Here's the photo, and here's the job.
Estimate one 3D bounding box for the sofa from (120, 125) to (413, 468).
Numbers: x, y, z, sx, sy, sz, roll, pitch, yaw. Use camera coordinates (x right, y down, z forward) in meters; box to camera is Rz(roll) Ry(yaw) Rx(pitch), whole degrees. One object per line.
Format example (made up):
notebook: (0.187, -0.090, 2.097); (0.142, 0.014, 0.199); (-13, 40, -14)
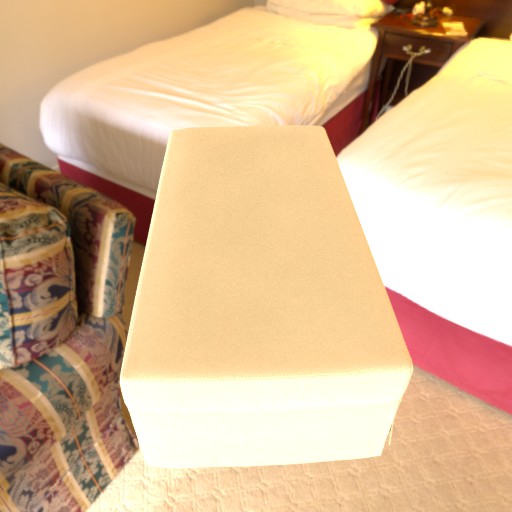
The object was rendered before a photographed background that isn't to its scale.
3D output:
sofa: (0.000, 0.000, 2.052); (0.939, 0.552, 1.677); (-2, 42, -2)
